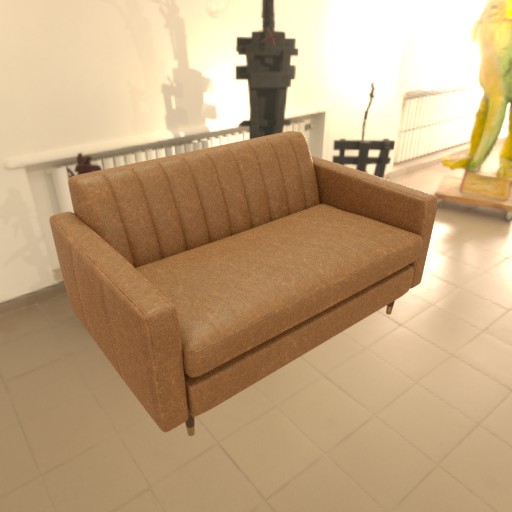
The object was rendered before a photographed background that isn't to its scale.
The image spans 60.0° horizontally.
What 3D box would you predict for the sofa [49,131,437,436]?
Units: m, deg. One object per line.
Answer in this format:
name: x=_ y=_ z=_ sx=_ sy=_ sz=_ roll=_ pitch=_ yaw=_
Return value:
sofa: x=0.000 y=0.000 z=2.100 sx=1.549 sy=0.820 sz=0.960 roll=-21 pitch=36 yaw=-33
